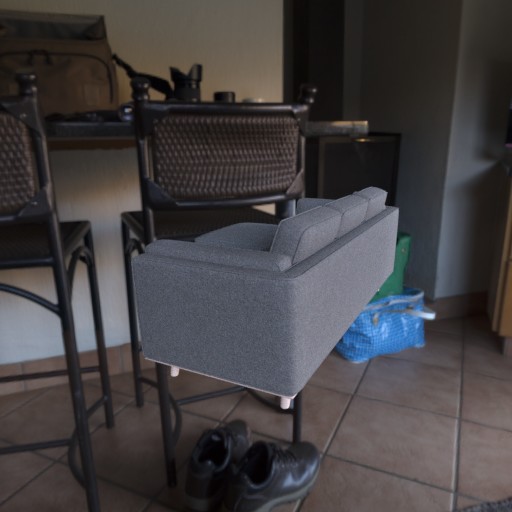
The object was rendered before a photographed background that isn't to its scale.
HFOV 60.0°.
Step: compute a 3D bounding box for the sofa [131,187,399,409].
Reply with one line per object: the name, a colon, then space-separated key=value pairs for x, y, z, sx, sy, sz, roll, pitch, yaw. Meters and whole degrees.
sofa: x=0.000 y=0.000 z=3.255 sx=1.604 sy=0.929 sz=2.411 roll=7 pitch=16 yaw=26
